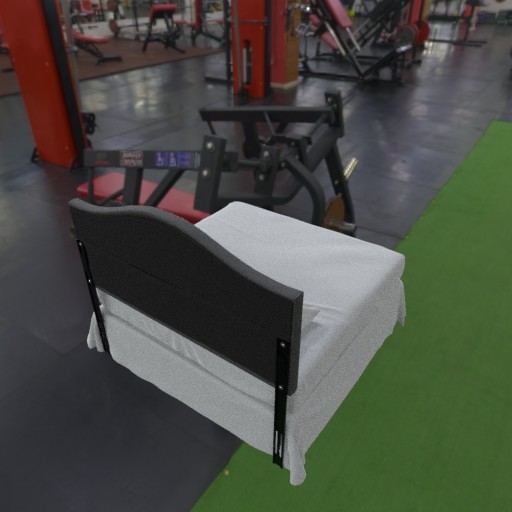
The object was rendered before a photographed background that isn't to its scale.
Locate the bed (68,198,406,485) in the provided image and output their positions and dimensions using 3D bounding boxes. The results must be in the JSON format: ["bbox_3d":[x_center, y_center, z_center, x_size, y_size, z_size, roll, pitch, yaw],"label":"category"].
[{"bbox_3d":[0.000,0.000,3.807,2.314,1.651,2.219,21,38,30],"label":"bed"}]
